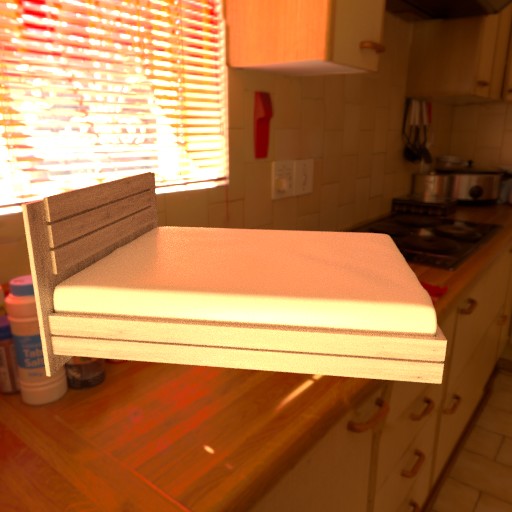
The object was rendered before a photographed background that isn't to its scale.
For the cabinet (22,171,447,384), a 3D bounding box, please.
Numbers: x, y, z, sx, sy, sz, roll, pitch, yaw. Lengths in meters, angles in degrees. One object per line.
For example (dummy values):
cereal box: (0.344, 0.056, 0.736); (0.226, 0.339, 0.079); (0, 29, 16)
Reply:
cabinet: (0.000, 0.000, 3.001); (2.080, 0.970, 1.750); (2, 16, 8)
